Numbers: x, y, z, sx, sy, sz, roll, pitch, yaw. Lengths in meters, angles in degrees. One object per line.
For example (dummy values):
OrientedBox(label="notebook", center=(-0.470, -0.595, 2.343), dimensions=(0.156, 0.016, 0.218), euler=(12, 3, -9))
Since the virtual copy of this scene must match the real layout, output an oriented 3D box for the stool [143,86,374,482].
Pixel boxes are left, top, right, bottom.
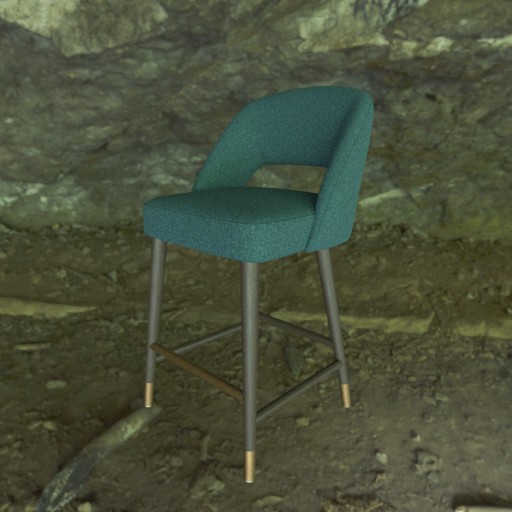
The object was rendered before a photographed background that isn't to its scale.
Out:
OrientedBox(label="stool", center=(0.000, 0.000, 1.261), dimensions=(0.536, 0.939, 0.522), euler=(14, 21, 42))
